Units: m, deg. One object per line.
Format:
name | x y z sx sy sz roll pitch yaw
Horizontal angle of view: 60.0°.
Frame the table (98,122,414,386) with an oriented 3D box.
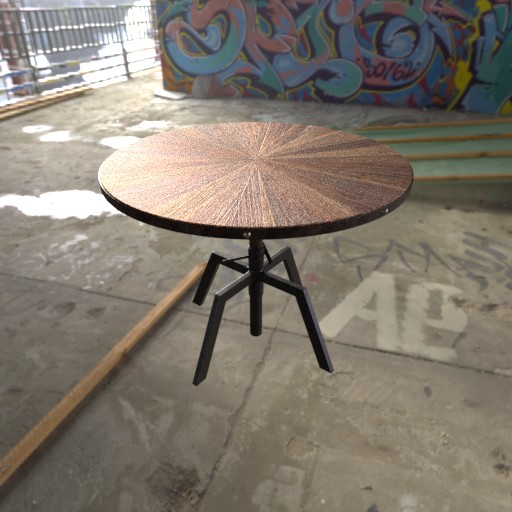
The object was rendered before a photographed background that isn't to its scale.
table | 0.000 0.000 1.465 0.885 0.658 0.885 0 31 0
